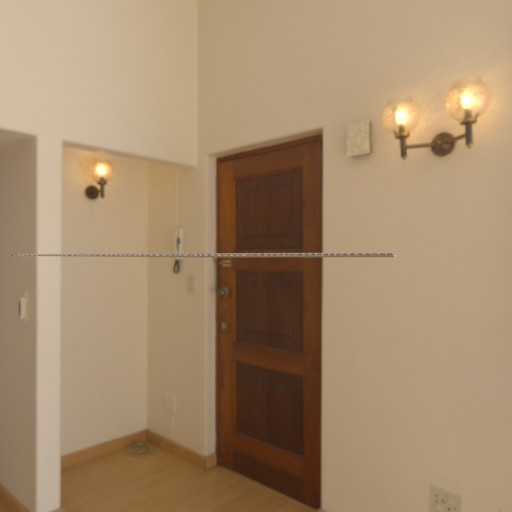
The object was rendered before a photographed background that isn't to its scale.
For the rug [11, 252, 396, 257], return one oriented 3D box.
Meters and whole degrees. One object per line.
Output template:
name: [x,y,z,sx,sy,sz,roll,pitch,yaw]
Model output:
rug: [0.000,0.000,3.756,2.256,0.013,2.910,0,0,18]
